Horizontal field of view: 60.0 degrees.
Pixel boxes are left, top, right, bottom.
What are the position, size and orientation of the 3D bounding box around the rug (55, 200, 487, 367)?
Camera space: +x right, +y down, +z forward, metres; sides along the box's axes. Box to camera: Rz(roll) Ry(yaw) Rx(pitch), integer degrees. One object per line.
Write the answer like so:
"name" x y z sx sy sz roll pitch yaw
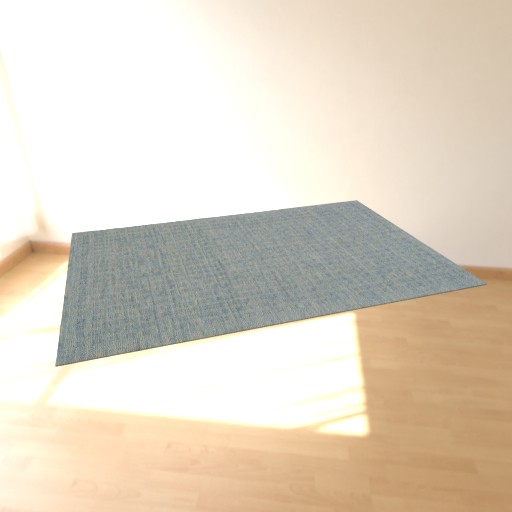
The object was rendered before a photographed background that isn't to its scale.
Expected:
"rug" 0.000 0.000 2.183 1.752 0.006 1.142 -8 28 -16
